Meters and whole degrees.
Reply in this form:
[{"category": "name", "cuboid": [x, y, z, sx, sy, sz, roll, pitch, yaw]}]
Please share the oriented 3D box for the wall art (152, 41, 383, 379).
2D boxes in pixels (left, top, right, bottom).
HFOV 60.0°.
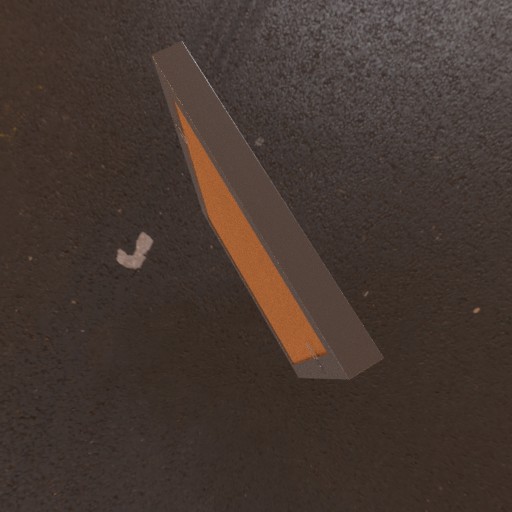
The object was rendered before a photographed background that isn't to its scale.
[{"category": "wall art", "cuboid": [0.000, 0.000, 0.528, 0.030, 0.379, 0.308, -29, 77, -8]}]
